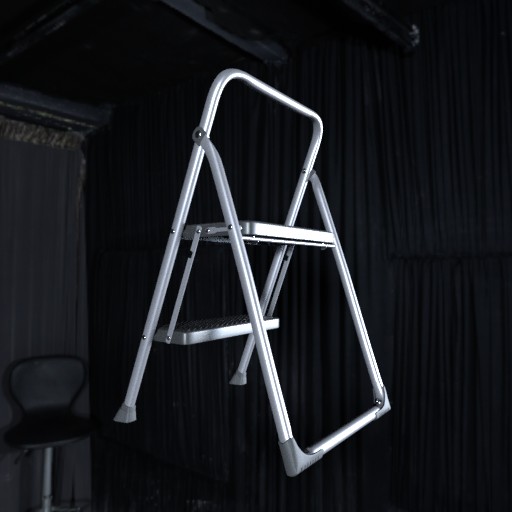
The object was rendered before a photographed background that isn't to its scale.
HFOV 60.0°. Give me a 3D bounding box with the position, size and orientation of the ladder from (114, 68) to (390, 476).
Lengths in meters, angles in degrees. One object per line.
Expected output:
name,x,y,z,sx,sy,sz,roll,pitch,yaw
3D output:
ladder,0.000,0.000,1.012,0.472,0.720,0.430,-1,-2,37
